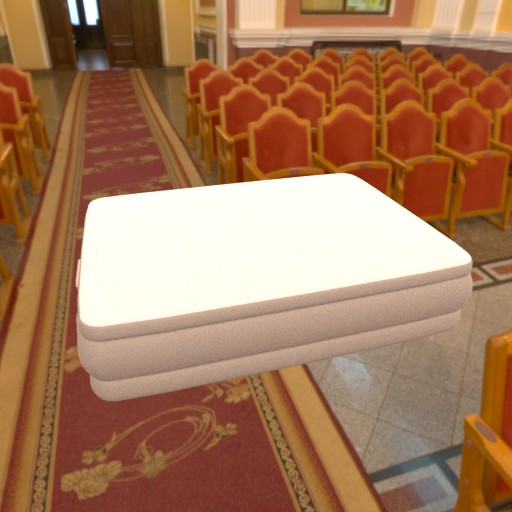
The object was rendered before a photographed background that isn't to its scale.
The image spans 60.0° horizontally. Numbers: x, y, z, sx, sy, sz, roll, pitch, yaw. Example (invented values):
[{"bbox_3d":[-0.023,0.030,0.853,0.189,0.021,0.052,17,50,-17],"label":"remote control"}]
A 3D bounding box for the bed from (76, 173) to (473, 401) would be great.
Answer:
[{"bbox_3d":[0.000,0.000,2.679,2.036,0.460,1.520,-8,30,-14],"label":"bed"}]
